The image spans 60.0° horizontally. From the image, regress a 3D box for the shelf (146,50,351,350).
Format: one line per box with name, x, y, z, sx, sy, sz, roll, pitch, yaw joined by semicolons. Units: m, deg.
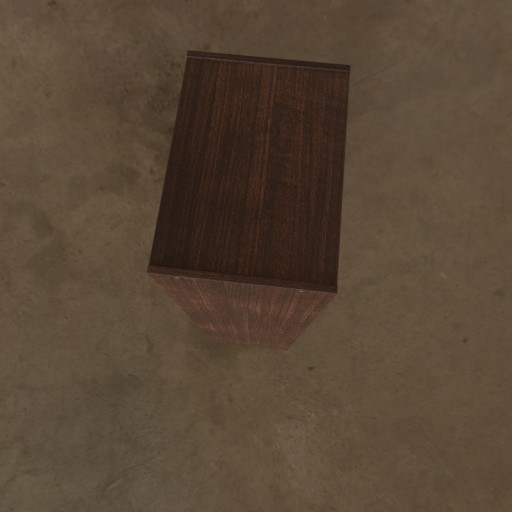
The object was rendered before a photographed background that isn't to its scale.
shelf;0.000;0.000;1.252;0.290;1.099;0.415;6;74;2
